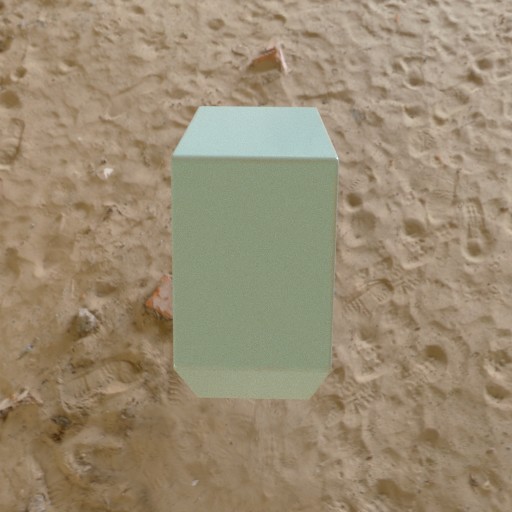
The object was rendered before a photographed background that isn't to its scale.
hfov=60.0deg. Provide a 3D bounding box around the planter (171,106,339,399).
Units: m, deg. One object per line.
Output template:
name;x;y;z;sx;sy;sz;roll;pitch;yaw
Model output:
planter;0.000;0.000;0.294;0.078;0.207;0.169;1;64;0
